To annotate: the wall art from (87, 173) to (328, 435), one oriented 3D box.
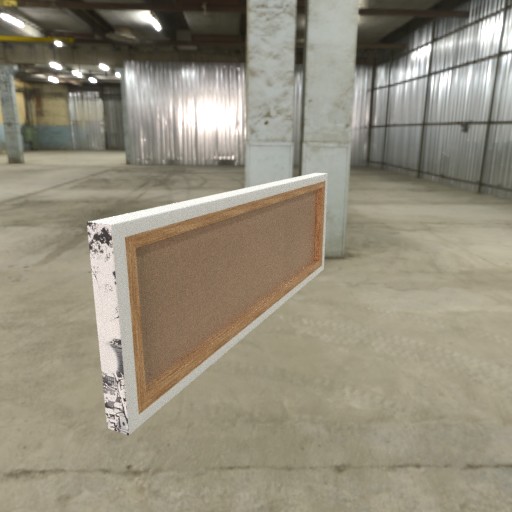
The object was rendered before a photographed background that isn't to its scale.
[{"bbox_3d":[0.000,0.000,0.836,0.036,0.256,0.766,7,17,25],"label":"wall art"}]
